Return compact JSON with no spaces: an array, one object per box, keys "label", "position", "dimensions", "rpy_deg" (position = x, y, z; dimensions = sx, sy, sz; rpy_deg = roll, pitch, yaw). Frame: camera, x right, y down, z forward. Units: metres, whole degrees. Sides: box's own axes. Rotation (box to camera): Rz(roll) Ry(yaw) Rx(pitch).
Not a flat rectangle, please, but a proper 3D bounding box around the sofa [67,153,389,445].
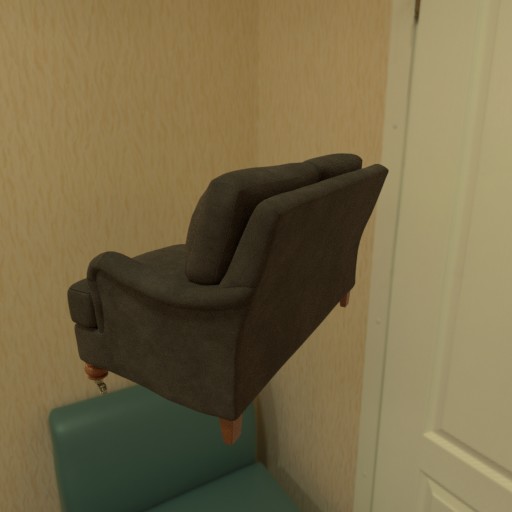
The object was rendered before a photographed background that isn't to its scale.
[{"label":"sofa","position":[0.000,0.000,2.550],"dimensions":[1.084,1.101,1.853],"rpy_deg":[8,18,26]}]
